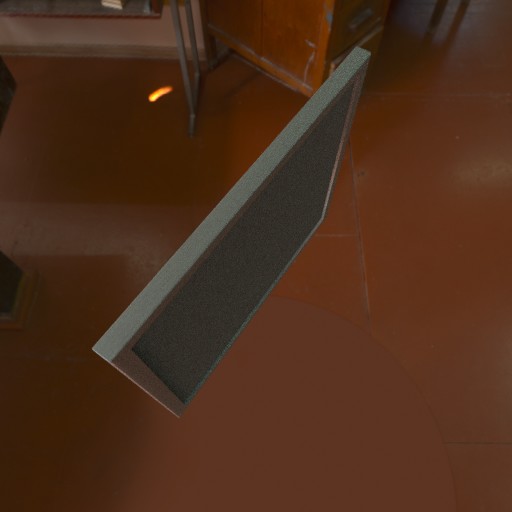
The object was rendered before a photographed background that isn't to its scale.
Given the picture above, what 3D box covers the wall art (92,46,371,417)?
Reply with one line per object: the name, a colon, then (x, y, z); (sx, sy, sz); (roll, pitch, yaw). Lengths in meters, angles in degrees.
wall art: (0.000, 0.000, 0.757); (0.028, 0.457, 0.556); (32, 68, 15)
